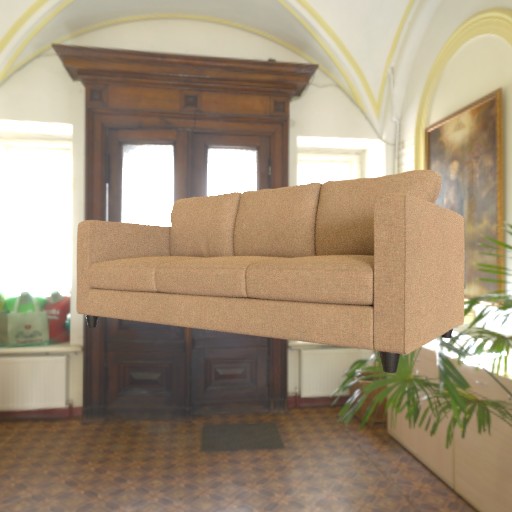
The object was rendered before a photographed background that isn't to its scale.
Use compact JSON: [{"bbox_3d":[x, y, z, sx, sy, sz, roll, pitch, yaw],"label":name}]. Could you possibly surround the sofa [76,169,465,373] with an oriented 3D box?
[{"bbox_3d":[0.000,0.000,2.332,1.855,0.800,0.930,0,-1,36],"label":"sofa"}]
